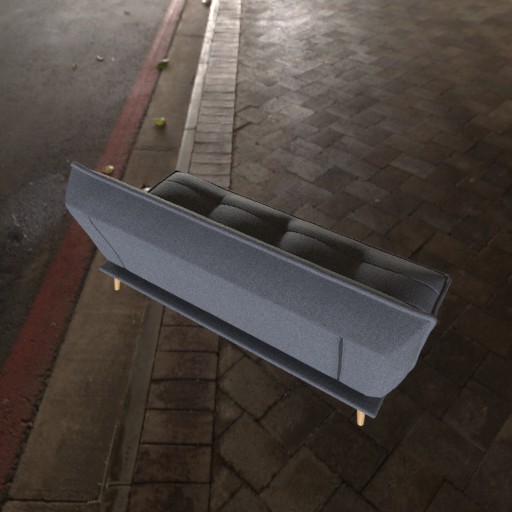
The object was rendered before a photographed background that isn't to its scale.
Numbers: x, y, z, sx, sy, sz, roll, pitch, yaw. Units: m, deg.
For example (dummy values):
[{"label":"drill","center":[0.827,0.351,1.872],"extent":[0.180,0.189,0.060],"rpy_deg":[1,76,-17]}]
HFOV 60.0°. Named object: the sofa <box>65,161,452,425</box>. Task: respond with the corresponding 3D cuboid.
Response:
[{"label":"sofa","center":[0.000,0.000,2.461],"extent":[1.940,0.890,0.950],"rpy_deg":[24,50,22]}]
